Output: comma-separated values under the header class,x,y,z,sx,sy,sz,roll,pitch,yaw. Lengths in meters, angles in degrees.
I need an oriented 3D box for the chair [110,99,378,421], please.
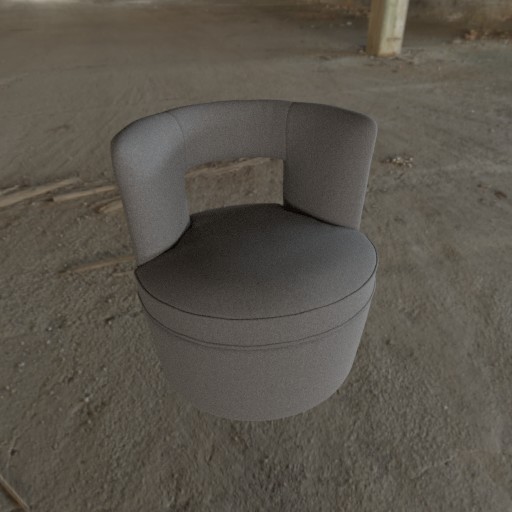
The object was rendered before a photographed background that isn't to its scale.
class,x,y,z,sx,sy,sz,roll,pitch,yaw
chair,0.000,0.000,1.269,0.689,0.719,0.660,-9,34,-14
